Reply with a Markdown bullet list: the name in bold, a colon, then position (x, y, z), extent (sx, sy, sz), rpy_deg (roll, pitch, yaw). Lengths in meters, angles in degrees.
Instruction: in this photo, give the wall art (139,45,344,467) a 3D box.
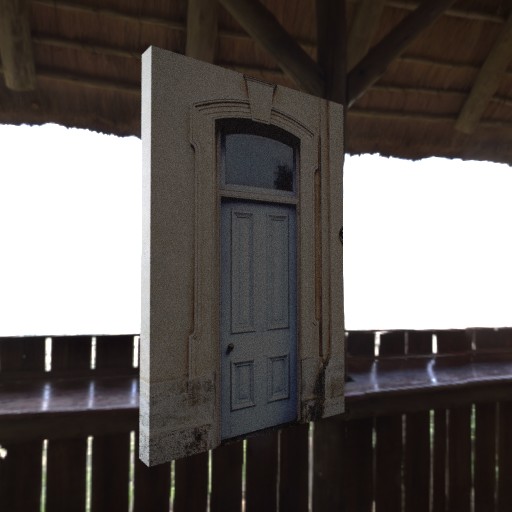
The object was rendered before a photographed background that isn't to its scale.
- **wall art**: position (0.000, 0.000, 0.771), extent (0.403, 0.607, 0.036), rpy_deg (1, -2, -36)
